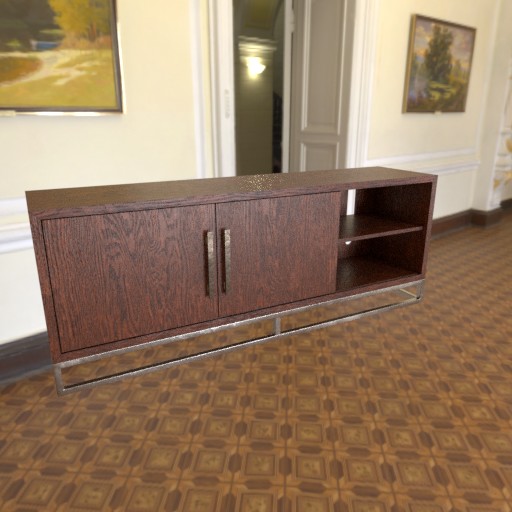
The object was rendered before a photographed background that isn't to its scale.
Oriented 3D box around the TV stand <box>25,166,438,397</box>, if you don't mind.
[{"bbox_3d":[0.000,0.000,1.746,1.541,0.578,0.382,-9,20,-26],"label":"TV stand"}]
